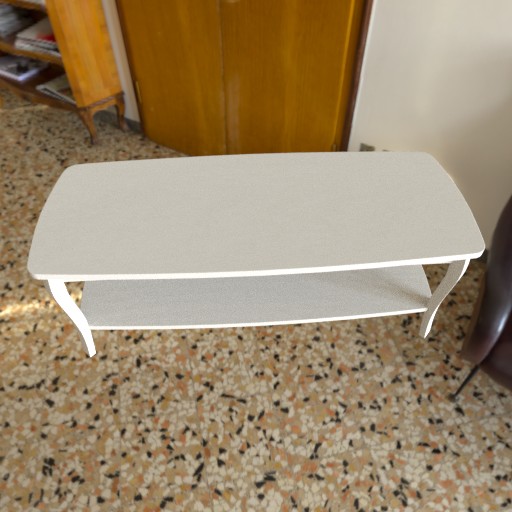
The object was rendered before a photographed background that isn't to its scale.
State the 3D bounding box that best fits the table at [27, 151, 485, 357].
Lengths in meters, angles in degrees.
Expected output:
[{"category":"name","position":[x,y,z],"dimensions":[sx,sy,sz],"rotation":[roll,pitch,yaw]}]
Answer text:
[{"category":"table","position":[0.000,0.000,1.569],"dimensions":[1.334,0.474,0.561],"rotation":[-3,47,-3]}]
